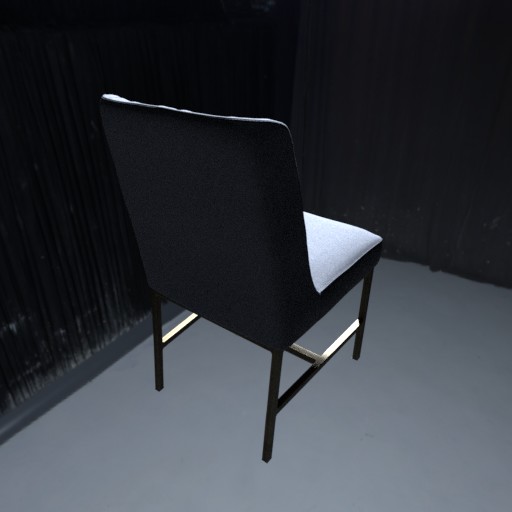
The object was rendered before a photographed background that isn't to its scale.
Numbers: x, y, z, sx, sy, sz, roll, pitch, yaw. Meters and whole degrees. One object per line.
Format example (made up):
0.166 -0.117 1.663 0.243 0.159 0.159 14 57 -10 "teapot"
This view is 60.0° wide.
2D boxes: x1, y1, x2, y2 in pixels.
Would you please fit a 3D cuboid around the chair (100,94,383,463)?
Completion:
0.000 0.000 1.216 0.508 0.889 0.587 21 36 31 "chair"
